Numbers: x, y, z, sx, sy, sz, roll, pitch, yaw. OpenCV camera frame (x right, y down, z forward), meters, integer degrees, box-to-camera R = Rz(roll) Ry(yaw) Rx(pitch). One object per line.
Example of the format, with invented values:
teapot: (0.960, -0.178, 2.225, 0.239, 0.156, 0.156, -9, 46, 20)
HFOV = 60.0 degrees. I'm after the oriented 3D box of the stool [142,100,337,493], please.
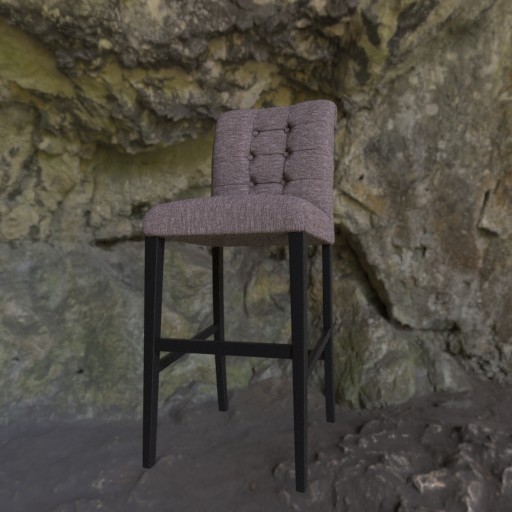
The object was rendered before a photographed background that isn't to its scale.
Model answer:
stool: (0.000, 0.000, 1.394, 0.452, 1.131, 0.613, -1, -3, 18)
